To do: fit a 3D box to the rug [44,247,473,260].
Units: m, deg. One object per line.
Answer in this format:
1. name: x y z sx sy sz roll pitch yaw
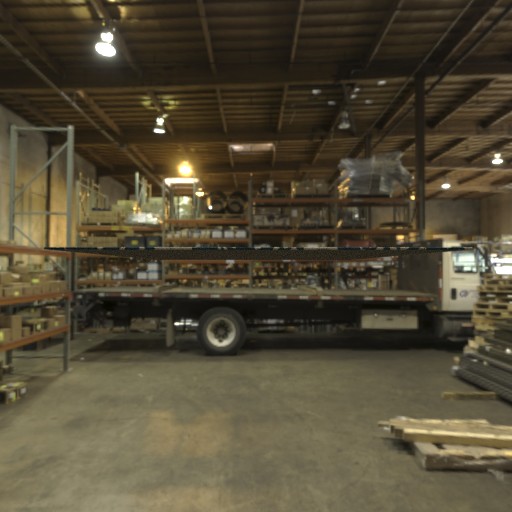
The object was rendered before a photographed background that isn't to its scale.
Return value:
1. rug: 0.000 0.000 3.996 2.416 0.014 3.017 0 -2 -1
